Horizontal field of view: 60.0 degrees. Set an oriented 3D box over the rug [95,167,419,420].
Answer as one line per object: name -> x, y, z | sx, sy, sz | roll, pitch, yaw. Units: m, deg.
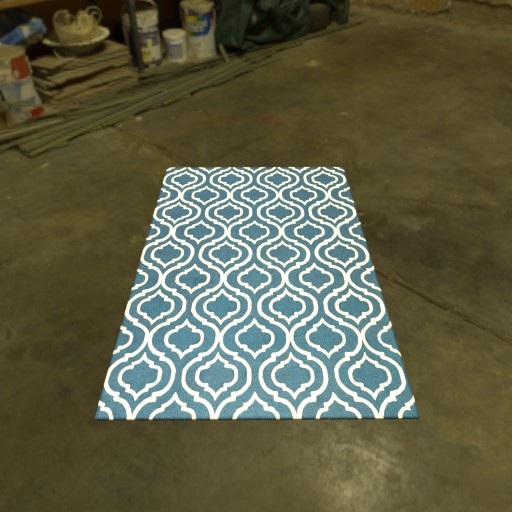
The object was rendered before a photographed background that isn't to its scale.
rug -> 0.000, 0.000, 2.216 | 1.143, 0.010, 1.753 | 0, 41, 0
